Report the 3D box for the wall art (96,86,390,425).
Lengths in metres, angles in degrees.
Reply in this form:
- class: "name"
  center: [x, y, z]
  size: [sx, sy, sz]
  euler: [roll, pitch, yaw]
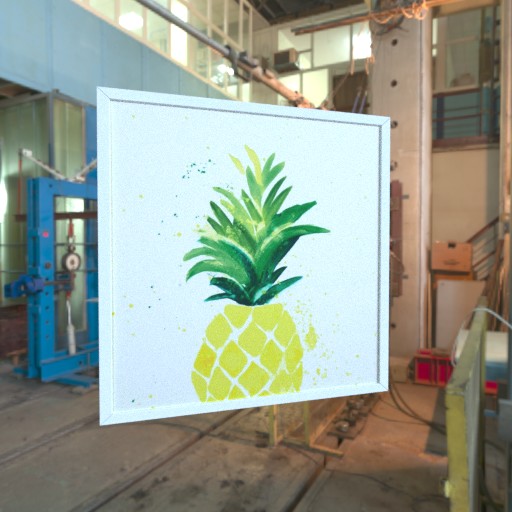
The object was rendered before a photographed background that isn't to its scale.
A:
- class: "wall art"
  center: [0.000, 0.000, 0.758]
  size: [0.508, 0.507, 0.035]
  euler: [-1, 2, -18]
